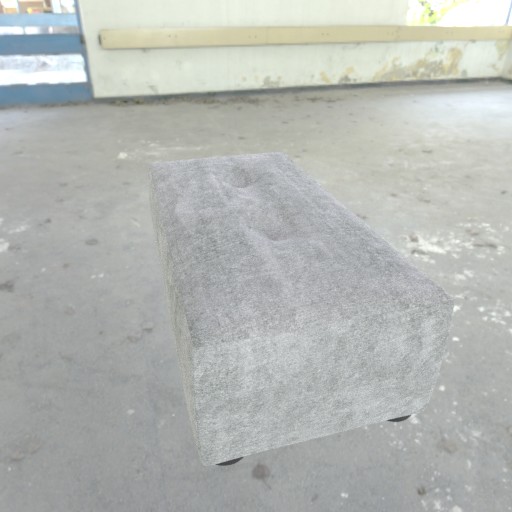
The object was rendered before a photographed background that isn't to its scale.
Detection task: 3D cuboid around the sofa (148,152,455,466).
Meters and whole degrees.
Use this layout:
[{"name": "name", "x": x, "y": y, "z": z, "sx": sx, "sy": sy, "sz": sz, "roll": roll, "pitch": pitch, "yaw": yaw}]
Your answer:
[{"name": "sofa", "x": 0.000, "y": 0.000, "z": 1.148, "sx": 0.480, "sy": 0.330, "sz": 0.930, "roll": -8, "pitch": 31, "yaw": -14}]
